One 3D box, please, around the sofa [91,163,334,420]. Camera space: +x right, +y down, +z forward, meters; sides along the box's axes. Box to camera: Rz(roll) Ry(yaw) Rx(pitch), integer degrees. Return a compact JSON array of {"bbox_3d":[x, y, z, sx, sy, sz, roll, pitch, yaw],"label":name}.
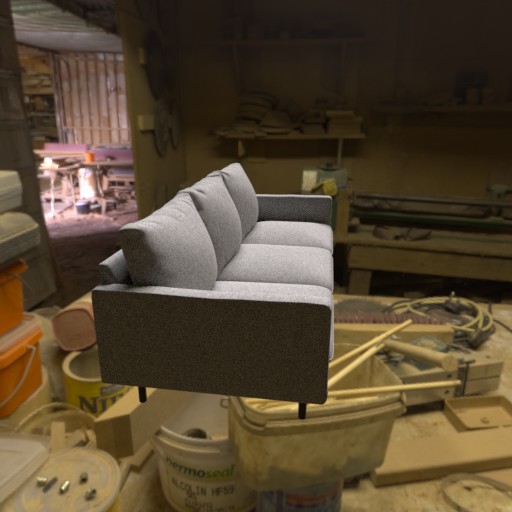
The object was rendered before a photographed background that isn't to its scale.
[{"bbox_3d":[0.000,0.000,2.454,0.850,0.830,2.000,3,18,9],"label":"sofa"}]
